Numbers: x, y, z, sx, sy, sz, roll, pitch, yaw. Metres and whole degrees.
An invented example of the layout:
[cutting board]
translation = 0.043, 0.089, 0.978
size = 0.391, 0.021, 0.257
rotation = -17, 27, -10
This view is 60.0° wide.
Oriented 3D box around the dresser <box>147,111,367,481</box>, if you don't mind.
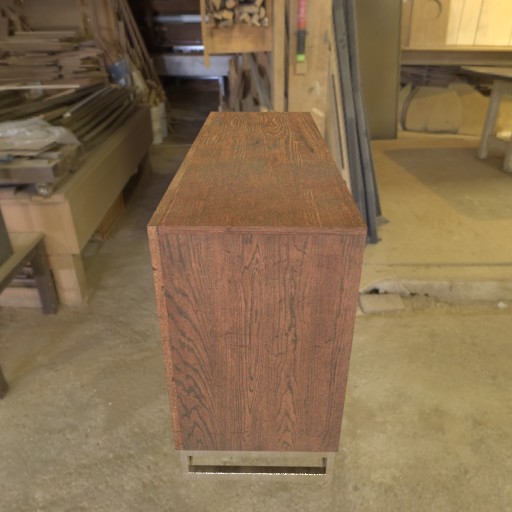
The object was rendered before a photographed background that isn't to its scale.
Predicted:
[dresser]
translation = 0.000, 0.000, 2.155
size = 0.623, 1.061, 1.646
rotation = 0, 28, 1
